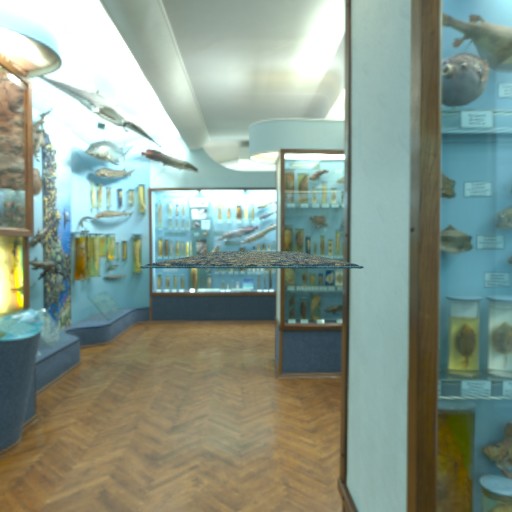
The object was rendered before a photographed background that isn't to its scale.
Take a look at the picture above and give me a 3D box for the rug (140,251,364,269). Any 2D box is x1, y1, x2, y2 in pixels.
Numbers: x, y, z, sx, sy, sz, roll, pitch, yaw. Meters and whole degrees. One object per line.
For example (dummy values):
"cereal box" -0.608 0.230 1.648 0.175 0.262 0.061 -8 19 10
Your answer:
"rug" 0.000 0.000 2.495 0.685 0.014 2.292 0 2 1
